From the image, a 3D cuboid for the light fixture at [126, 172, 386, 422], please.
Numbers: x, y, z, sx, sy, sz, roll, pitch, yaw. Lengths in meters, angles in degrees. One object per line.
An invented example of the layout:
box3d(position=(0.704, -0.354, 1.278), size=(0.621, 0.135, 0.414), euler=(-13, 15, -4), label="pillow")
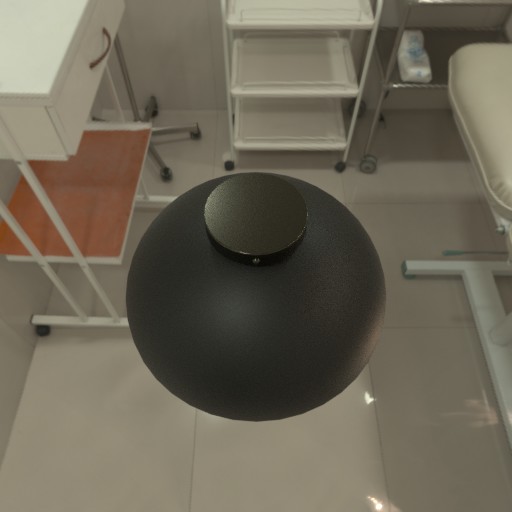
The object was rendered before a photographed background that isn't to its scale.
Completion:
box3d(position=(0.000, 0.000, 0.549), size=(0.355, 0.177, 0.355), euler=(0, 57, 0), label="light fixture")
